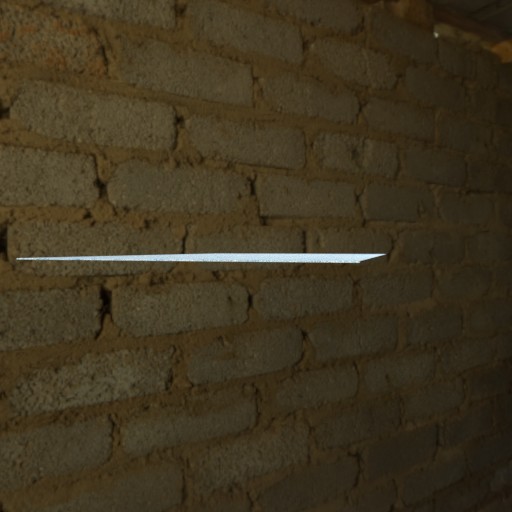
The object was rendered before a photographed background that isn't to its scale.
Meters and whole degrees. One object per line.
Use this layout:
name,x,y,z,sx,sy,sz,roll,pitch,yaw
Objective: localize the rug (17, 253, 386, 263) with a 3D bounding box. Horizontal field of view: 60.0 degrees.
rug,0.000,0.000,2.850,1.522,0.006,2.286,0,1,19
